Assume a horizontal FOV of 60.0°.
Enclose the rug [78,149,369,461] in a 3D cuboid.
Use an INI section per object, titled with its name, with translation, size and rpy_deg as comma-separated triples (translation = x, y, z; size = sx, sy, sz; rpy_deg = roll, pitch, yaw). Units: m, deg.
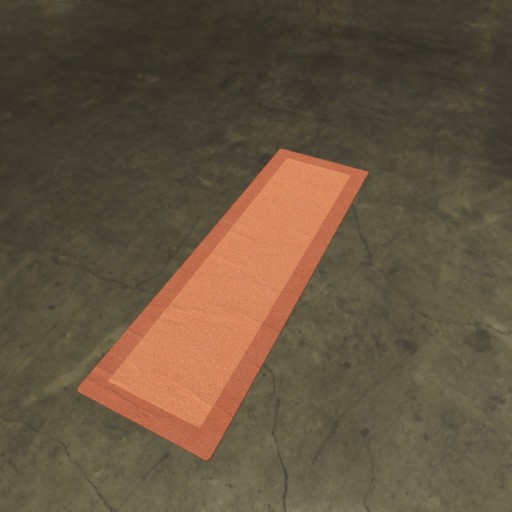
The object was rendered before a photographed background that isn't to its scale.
[rug]
translation = 0.000, 0.000, 2.806
size = 0.914, 0.013, 2.471
rpy_deg = 17, 48, 16
